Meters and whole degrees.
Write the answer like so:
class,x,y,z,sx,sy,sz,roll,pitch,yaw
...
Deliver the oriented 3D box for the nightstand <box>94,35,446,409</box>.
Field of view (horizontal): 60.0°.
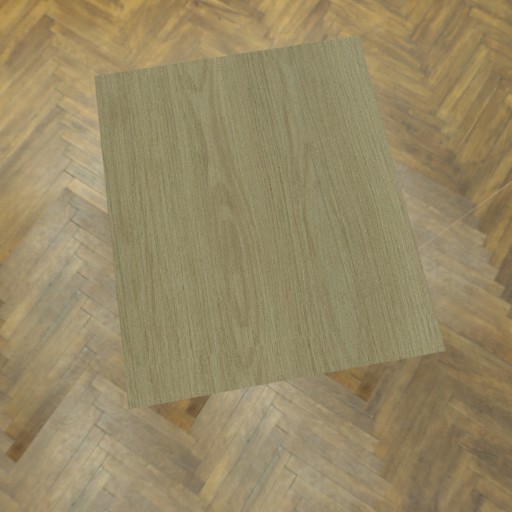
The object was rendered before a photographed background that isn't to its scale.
class,x,y,z,sx,sy,sz,roll,pitch,yaw
nightstand,0.000,0.000,0.852,0.380,0.571,0.450,-10,76,-2
